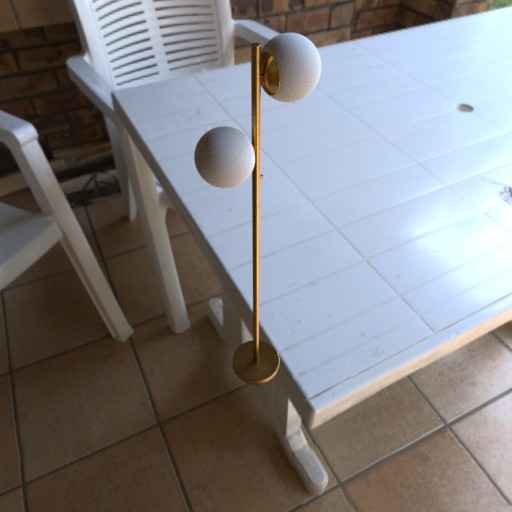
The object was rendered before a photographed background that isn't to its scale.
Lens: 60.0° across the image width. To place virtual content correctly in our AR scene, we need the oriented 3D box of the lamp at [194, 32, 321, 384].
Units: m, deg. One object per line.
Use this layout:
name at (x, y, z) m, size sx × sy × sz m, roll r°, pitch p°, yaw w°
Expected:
lamp at (0.000, 0.000, 1.782) m, size 0.419 × 1.641 × 0.249 m, roll -24°, pitch 50°, yaw -22°
